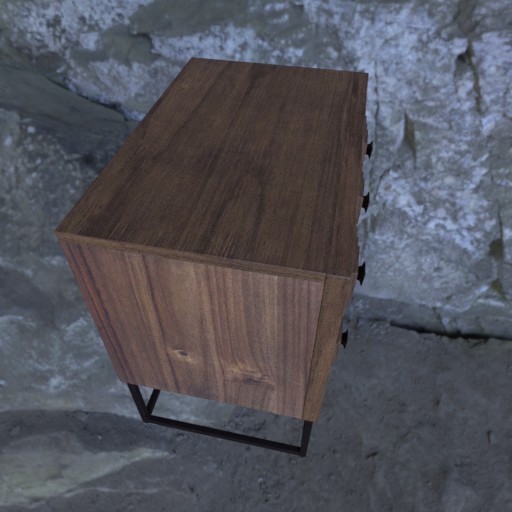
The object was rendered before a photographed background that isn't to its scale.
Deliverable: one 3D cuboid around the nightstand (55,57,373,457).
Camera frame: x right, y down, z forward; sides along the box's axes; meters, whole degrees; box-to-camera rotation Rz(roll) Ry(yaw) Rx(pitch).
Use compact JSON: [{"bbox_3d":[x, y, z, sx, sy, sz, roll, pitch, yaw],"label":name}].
[{"bbox_3d":[0.000,0.000,1.000,0.437,0.610,0.610,9,46,8],"label":"nightstand"}]
